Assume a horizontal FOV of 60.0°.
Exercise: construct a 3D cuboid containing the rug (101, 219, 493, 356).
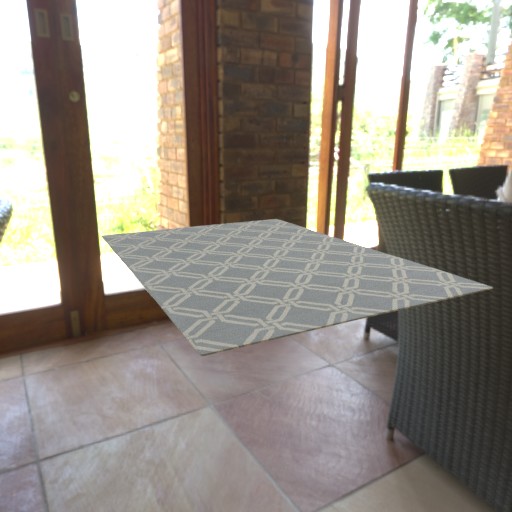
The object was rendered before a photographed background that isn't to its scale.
[{"bbox_3d":[0.000,0.000,2.747,1.522,0.013,2.133,-8,17,-26],"label":"rug"}]
